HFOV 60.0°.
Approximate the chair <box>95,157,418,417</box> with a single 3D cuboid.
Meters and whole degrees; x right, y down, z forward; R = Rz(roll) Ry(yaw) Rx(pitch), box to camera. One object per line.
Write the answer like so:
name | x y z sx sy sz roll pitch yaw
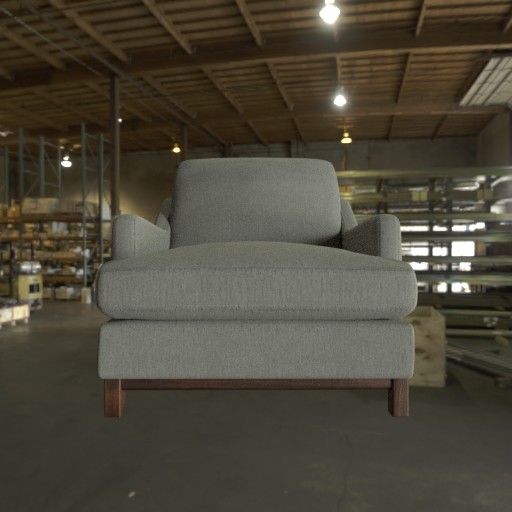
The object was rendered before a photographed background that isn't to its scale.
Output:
chair | 0.000 0.000 1.531 0.826 0.821 0.892 0 0 0
